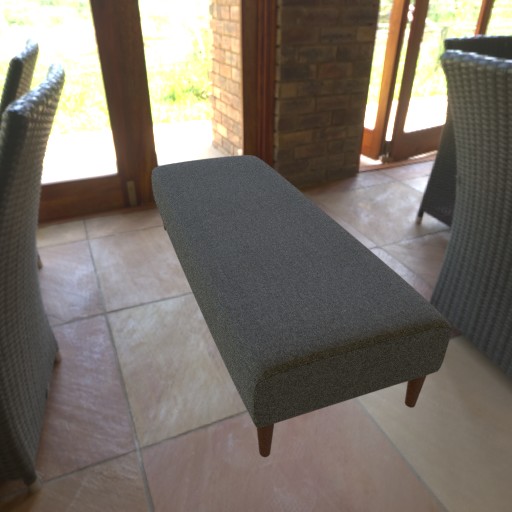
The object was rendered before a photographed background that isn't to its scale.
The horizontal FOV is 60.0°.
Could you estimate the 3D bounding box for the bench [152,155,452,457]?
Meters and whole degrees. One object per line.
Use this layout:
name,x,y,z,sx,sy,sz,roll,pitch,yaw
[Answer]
bench,0.000,0.000,1.868,0.631,0.384,1.598,-11,32,-17
